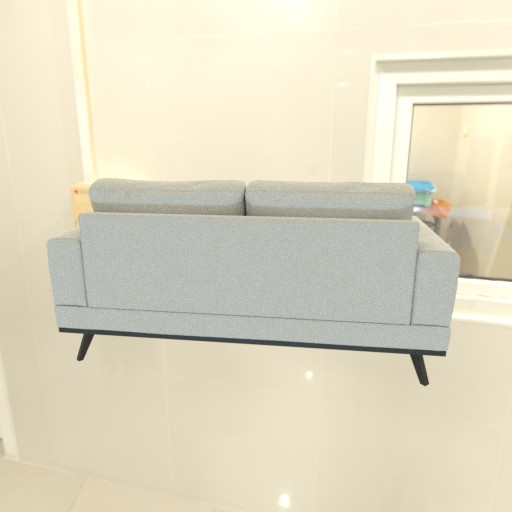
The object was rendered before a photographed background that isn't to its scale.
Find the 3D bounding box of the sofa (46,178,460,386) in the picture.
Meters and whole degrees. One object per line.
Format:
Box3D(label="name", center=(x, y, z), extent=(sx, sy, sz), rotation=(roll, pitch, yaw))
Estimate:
Box3D(label="sofa", center=(0.000, 0.000, 2.202), extent=(1.650, 0.810, 0.920), rotation=(2, 16, 7))
